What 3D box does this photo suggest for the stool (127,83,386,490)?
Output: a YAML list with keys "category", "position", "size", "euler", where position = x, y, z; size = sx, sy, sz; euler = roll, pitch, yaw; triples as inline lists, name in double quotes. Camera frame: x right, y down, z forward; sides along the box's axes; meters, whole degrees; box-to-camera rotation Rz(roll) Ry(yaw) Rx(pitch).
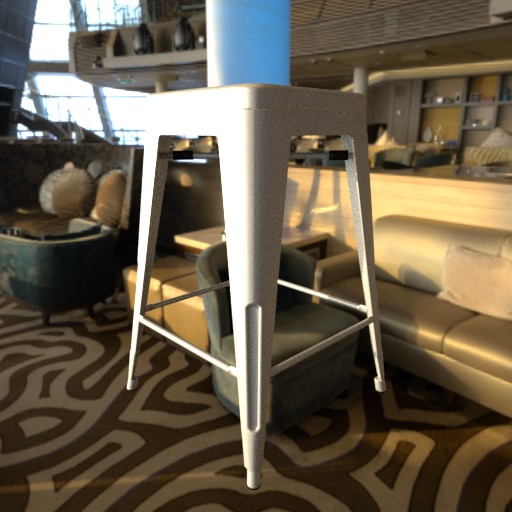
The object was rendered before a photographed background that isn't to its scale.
- category: "stool"
  position: [0.000, 0.000, 0.885]
  size: [0.406, 0.610, 0.406]
  euler: [-15, 22, -42]
